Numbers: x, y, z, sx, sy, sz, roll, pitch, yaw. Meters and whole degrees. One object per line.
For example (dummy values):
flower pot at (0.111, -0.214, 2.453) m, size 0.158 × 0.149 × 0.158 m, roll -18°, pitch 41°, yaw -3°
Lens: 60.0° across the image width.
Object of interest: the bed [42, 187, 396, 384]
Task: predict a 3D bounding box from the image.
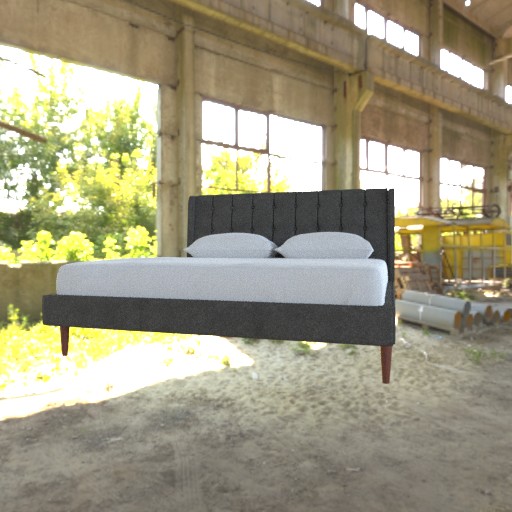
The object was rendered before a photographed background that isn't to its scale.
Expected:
bed at (0.000, 0.000, 2.554) m, size 1.531 × 0.933 × 1.638 m, roll 0°, pitch 1°, yaw 17°
